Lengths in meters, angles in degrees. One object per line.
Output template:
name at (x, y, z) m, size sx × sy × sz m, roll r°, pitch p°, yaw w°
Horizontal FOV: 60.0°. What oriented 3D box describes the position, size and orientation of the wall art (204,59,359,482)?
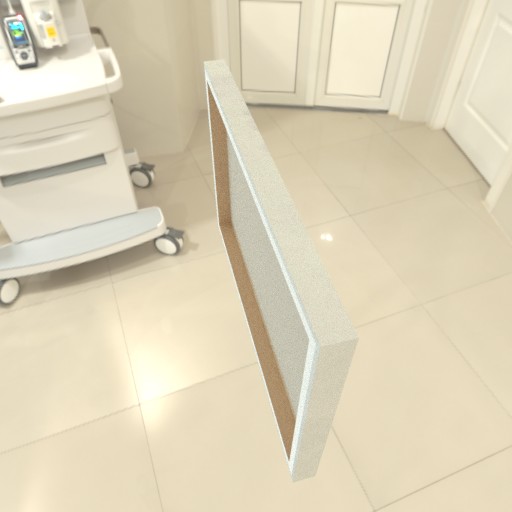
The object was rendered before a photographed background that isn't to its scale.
wall art at (0.000, 0.000, 0.753) m, size 0.038 × 0.407 × 0.609 m, roll -11°, pitch 48°, yaw -10°
